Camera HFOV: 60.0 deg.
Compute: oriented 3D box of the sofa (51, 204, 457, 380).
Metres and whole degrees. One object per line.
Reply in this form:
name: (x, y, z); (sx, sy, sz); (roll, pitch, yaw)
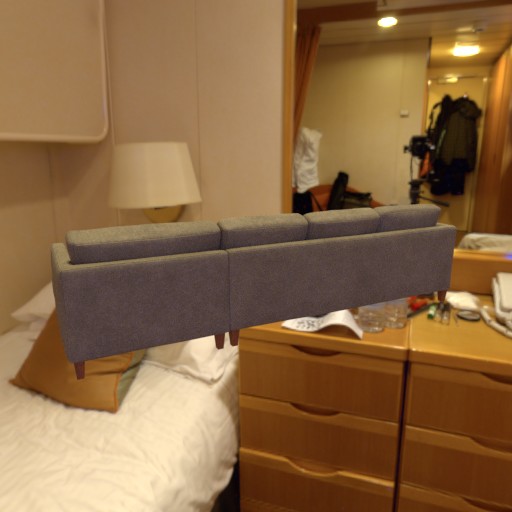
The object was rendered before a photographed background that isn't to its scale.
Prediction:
sofa: (0.000, 0.000, 4.121); (3.471, 0.950, 1.604); (-7, 15, -26)
